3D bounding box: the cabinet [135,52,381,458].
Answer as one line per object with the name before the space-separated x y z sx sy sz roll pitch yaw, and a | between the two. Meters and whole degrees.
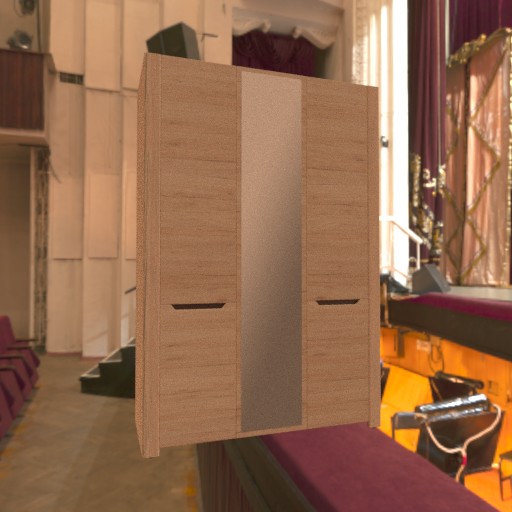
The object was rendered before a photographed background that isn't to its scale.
cabinet | 0.000 0.000 2.746 1.400 2.070 0.580 0 -1 -19
